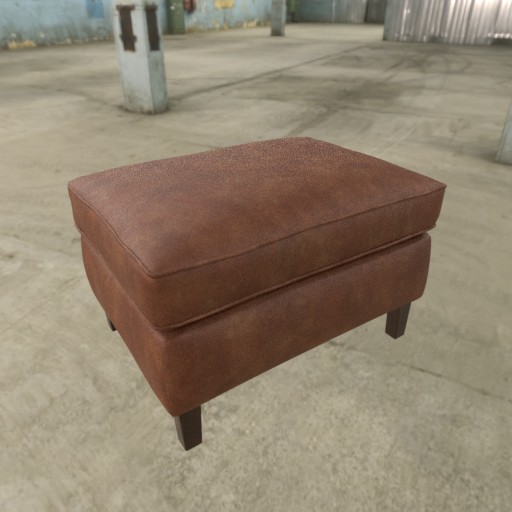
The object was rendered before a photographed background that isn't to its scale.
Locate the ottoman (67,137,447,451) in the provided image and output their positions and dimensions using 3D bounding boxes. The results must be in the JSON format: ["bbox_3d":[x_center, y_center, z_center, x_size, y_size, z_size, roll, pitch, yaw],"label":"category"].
[{"bbox_3d":[0.000,0.000,0.996,0.665,0.418,0.501,-18,34,-29],"label":"ottoman"}]
